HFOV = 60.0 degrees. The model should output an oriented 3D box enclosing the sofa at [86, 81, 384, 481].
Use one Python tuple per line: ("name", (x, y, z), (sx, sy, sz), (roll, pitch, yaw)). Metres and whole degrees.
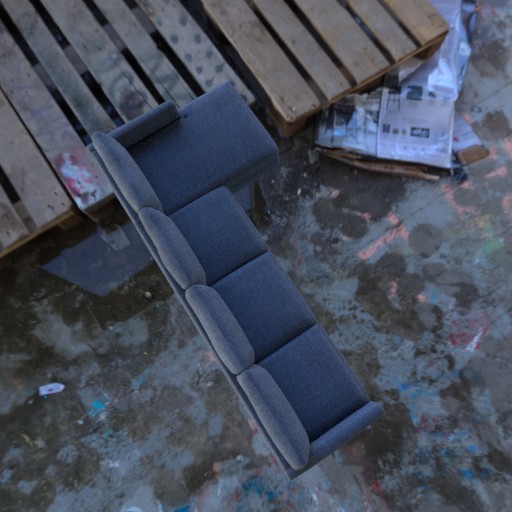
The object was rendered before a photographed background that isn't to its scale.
("sofa", (0.000, 0.000, 3.461), (1.350, 0.810, 2.932), (-32, 78, -8))
